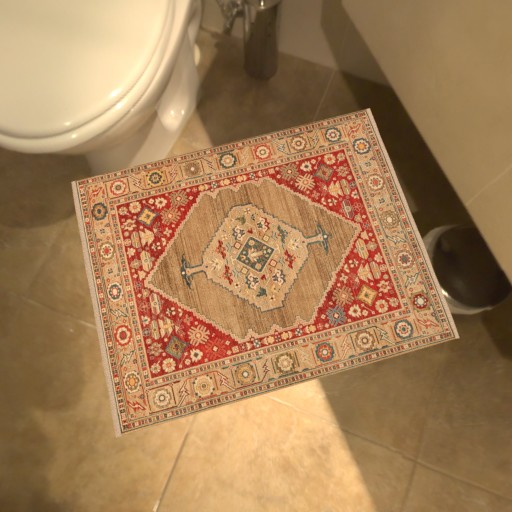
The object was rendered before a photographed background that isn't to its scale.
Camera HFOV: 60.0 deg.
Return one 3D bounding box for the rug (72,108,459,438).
[{"bbox_3d":[0.000,0.000,4.184,3.143,0.008,2.451,-15,75,-4],"label":"rug"}]
